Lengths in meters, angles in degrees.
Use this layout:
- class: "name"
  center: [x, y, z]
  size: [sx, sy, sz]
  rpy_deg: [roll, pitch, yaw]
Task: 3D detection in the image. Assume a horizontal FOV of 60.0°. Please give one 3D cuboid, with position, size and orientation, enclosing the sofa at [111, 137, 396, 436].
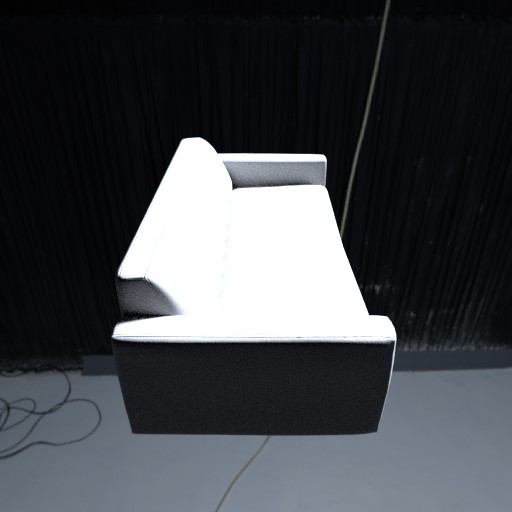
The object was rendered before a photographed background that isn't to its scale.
- class: "sofa"
  center: [0.000, 0.000, 2.362]
  size: [0.969, 0.814, 1.895]
  rpy_deg: [0, 31, 0]
